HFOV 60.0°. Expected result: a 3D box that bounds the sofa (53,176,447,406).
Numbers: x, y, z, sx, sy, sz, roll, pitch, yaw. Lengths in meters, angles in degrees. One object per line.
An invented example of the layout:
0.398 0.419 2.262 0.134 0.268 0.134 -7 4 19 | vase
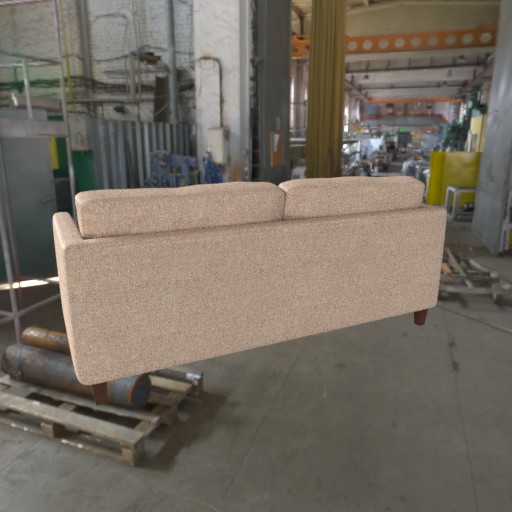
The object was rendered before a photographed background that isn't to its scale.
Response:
0.000 0.000 2.716 2.208 0.965 0.951 -7 17 -25 | sofa
